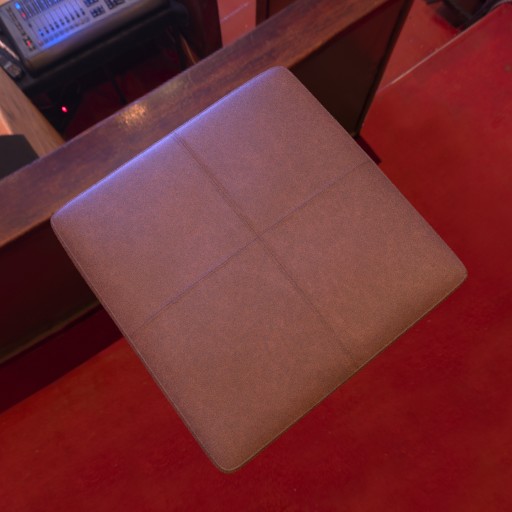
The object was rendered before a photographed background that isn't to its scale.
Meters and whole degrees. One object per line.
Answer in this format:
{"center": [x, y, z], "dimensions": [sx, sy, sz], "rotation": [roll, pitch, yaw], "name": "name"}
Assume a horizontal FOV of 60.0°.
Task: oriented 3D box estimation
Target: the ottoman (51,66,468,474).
{"center": [0.000, 0.000, 1.800], "dimensions": [1.168, 0.490, 1.168], "rotation": [-37, 79, -8], "name": "ottoman"}
